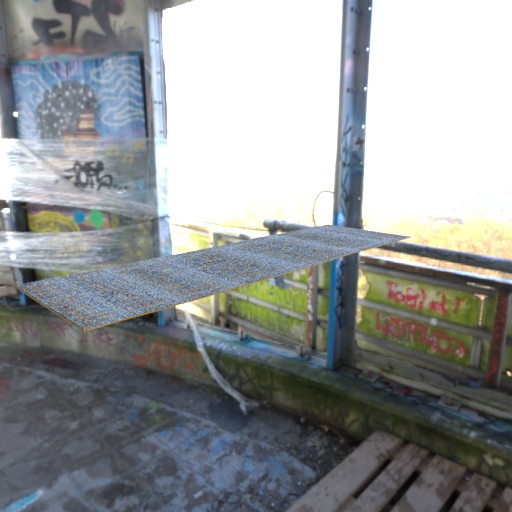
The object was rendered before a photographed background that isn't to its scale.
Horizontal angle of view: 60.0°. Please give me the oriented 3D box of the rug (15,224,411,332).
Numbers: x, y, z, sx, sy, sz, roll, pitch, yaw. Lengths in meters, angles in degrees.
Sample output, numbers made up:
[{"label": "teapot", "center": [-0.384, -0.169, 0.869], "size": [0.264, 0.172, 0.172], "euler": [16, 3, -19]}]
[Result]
[{"label": "rug", "center": [0.000, 0.000, 2.489], "size": [2.294, 0.014, 0.704], "euler": [-13, 19, -43]}]
